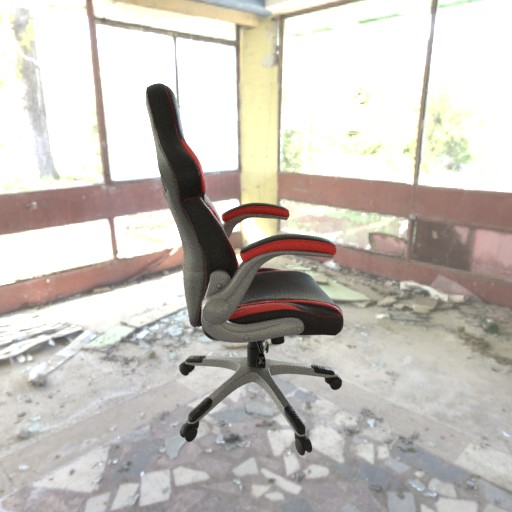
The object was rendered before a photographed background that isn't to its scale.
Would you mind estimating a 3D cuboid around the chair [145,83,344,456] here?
[{"bbox_3d":[0.000,0.000,1.616,0.712,1.165,0.758,-3,16,-9],"label":"chair"}]
